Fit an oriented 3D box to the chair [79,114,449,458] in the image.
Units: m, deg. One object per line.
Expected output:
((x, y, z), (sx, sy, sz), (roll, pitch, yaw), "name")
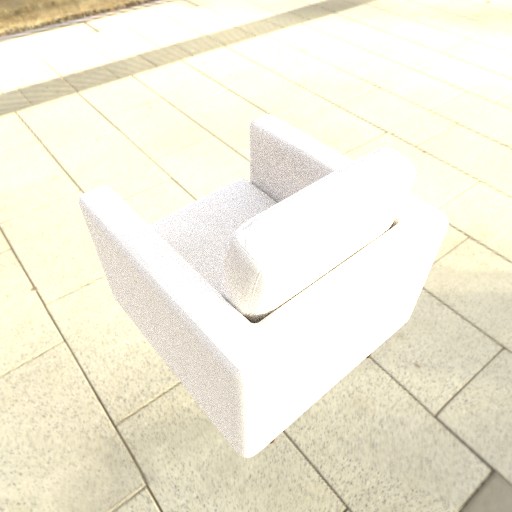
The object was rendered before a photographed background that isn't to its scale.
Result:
((0.000, 0.000, 1.540), (0.831, 0.899, 0.879), (-32, 54, -27), "chair")
